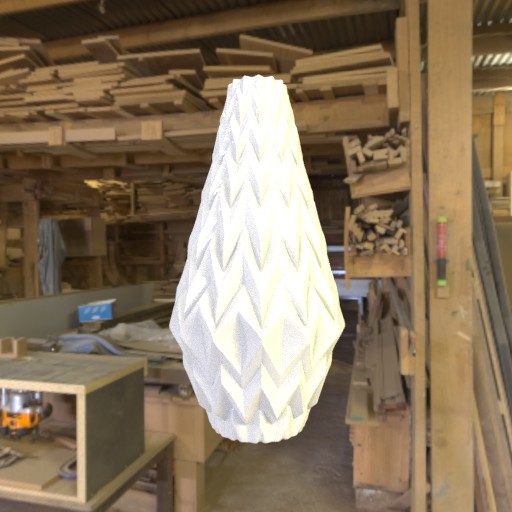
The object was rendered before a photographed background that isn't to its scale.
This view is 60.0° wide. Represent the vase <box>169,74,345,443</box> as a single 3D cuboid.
[{"bbox_3d":[0.000,0.000,0.429,0.167,0.328,0.167,0,1,0],"label":"vase"}]
